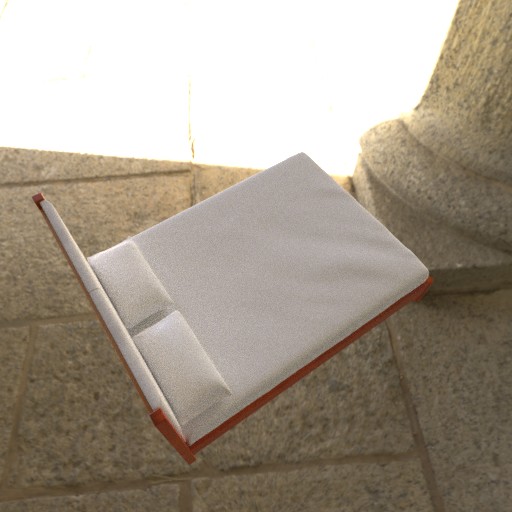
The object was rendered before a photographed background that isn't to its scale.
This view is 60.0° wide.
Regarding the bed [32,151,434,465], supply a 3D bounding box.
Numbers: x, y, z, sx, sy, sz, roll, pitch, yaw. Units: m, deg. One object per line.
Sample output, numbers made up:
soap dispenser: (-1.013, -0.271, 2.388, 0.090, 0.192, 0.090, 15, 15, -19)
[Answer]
bed: (0.000, 0.000, 3.055, 2.117, 1.165, 1.566, -30, 62, -18)
